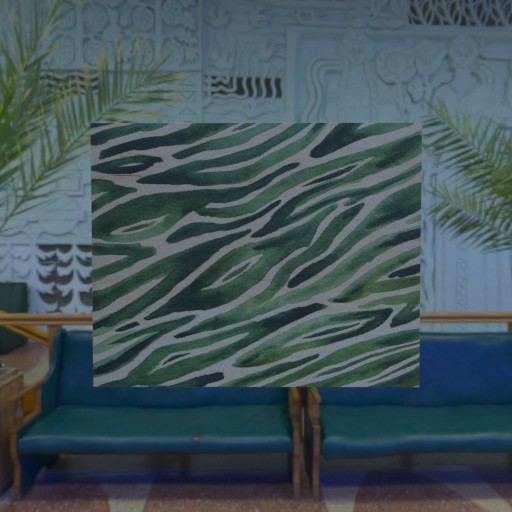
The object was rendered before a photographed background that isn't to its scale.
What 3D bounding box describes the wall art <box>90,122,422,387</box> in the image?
[{"bbox_3d":[0.000,0.000,0.690,0.508,0.408,0.012,0,2,0],"label":"wall art"}]
